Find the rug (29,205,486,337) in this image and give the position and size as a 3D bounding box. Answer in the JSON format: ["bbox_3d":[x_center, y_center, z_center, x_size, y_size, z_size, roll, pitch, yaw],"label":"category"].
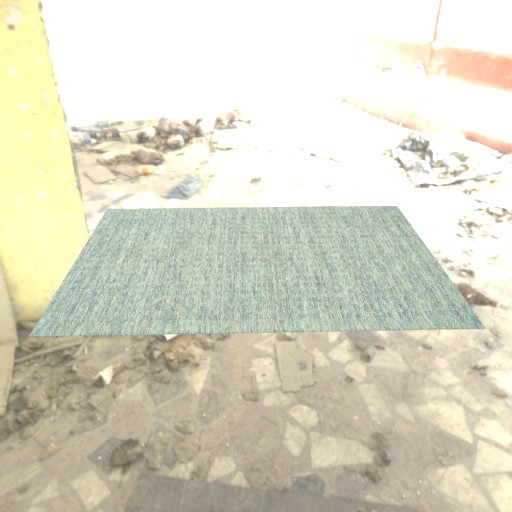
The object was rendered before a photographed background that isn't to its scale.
[{"bbox_3d":[0.000,0.000,2.190,1.752,0.006,1.142,-1,31,-1],"label":"rug"}]
